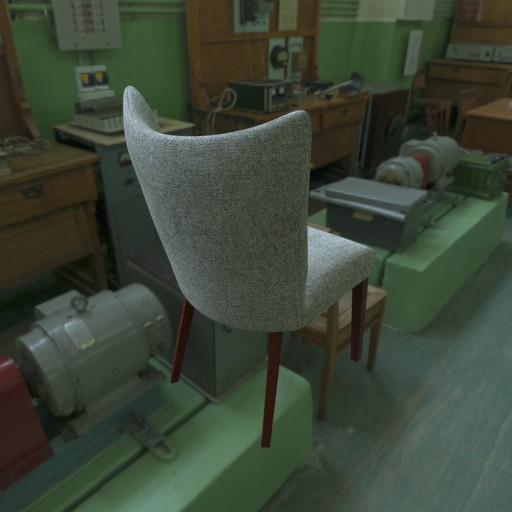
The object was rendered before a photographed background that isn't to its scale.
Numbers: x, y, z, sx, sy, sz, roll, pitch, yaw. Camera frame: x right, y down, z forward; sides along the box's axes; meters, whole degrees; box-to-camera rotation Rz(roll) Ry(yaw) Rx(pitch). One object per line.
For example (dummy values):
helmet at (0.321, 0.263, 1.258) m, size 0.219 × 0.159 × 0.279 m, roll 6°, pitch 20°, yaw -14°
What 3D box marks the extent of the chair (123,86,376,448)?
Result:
chair at (0.000, 0.000, 1.282) m, size 0.535 × 0.924 × 0.623 m, roll 22°, pitch 36°, yaw 34°
